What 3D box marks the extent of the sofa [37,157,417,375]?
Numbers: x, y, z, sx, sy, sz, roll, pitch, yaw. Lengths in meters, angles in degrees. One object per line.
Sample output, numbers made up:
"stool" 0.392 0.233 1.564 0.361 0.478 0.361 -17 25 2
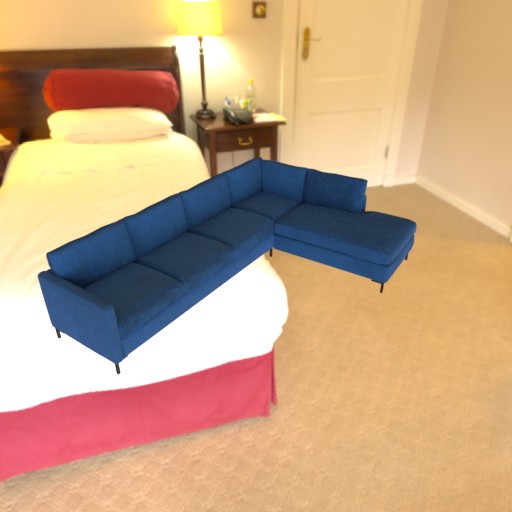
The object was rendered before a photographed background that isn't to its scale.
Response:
"sofa" 0.000 0.000 3.332 1.707 0.687 2.486 19 35 29
